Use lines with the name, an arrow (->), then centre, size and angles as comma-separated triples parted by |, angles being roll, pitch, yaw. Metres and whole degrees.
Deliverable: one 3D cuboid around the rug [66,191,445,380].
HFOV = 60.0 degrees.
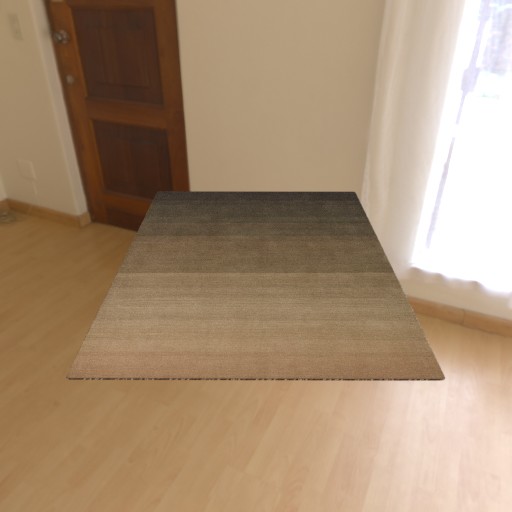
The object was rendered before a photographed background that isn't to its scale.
rug -> 0.000, 0.000, 3.912 | 2.306, 0.017, 2.902 | 0, 31, 0
